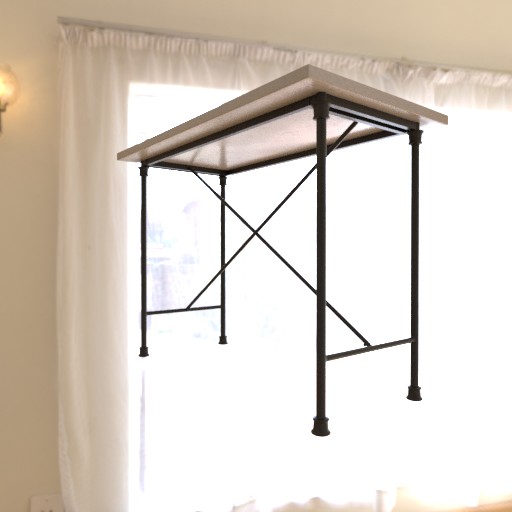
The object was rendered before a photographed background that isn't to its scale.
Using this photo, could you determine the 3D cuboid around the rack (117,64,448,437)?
[{"bbox_3d":[0.000,0.000,1.647,0.613,0.880,1.159,0,1,-38],"label":"rack"}]
